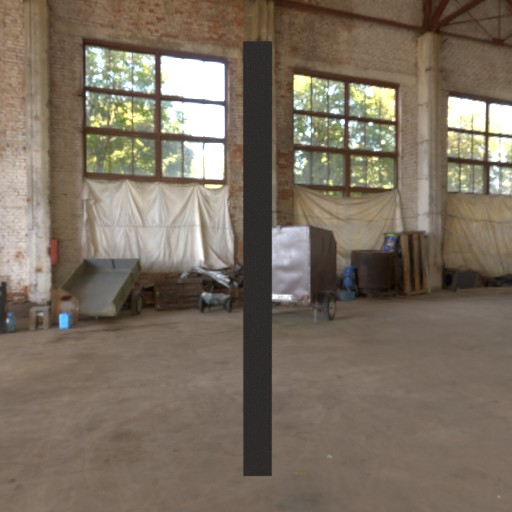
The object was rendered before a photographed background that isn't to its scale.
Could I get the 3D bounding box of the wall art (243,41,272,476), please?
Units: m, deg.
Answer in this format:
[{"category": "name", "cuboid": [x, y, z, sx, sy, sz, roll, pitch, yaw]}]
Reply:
[{"category": "wall art", "cuboid": [0.000, 0.000, 0.697, 0.030, 0.458, 0.462, 0, 1, 0]}]
